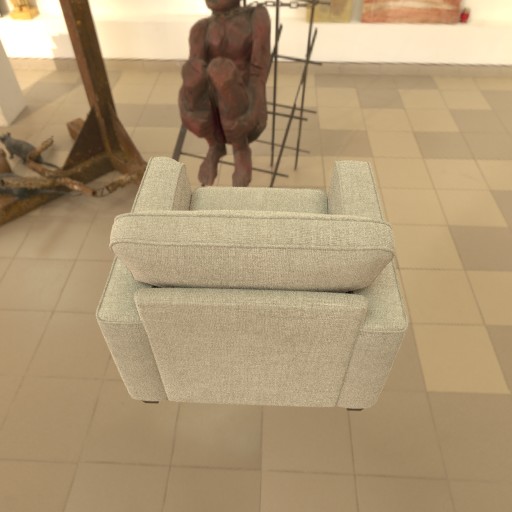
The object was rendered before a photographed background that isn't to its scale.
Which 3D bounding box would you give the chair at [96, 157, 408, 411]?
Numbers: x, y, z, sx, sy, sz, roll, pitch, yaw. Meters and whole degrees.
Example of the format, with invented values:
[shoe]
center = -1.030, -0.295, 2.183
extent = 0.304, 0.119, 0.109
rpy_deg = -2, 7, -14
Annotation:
[chair]
center = 0.000, 0.000, 1.822
extent = 1.015, 0.965, 0.939
rpy_deg = 2, 47, 1
